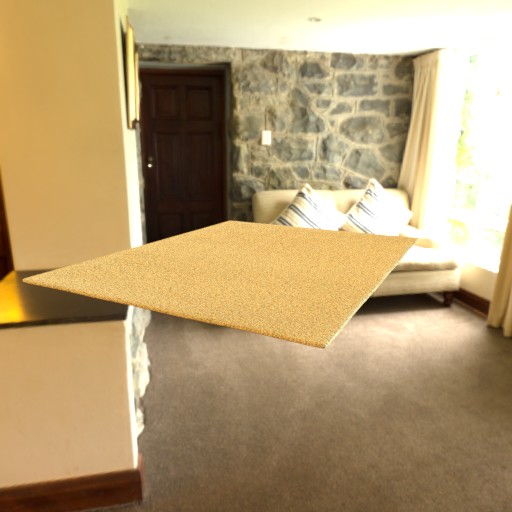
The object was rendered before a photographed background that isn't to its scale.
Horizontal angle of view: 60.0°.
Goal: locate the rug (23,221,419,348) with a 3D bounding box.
[{"bbox_3d":[0.000,0.000,4.120,2.438,0.029,3.047,7,16,27],"label":"rug"}]
